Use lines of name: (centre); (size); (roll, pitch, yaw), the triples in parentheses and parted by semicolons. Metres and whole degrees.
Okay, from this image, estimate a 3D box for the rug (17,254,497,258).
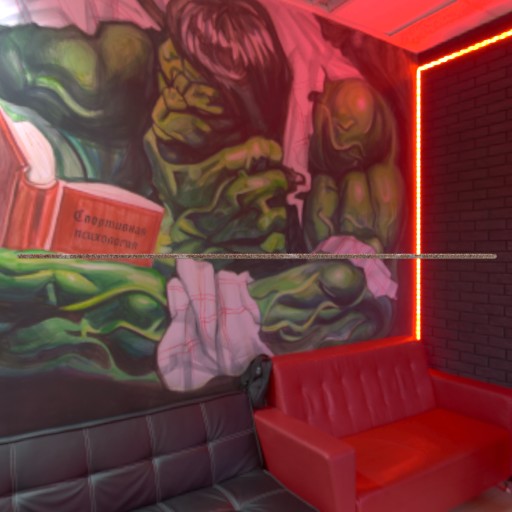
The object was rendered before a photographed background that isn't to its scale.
rug: (0.000, 0.000, 4.005); (3.047, 0.029, 2.438); (0, 0, -1)
